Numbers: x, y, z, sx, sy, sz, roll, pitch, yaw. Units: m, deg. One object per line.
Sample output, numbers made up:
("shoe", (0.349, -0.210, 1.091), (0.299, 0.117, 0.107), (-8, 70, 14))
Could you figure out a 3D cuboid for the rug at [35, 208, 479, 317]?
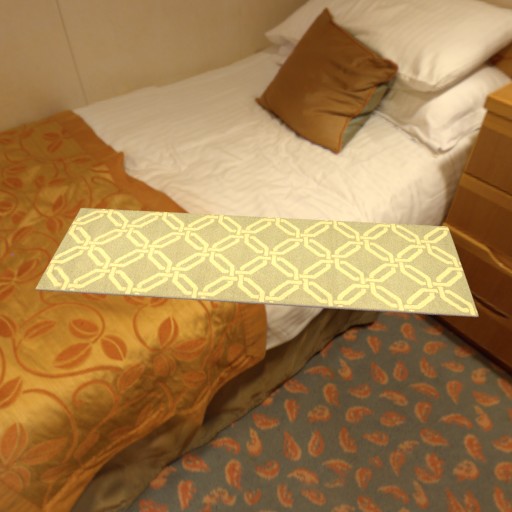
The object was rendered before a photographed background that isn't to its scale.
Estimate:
("rug", (0.000, 0.000, 2.504), (2.276, 0.014, 0.678), (3, 45, 3))
